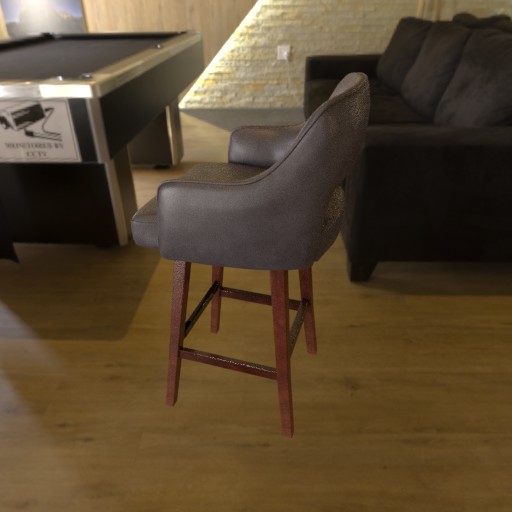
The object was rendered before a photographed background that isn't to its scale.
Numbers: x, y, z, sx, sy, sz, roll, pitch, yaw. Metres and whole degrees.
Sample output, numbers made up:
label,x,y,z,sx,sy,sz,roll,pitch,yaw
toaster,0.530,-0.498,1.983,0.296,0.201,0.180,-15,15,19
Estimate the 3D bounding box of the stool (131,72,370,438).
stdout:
label,x,y,z,sx,sy,sz,roll,pitch,yaw
stool,0.000,0.000,1.356,0.560,1.041,0.550,9,32,15
